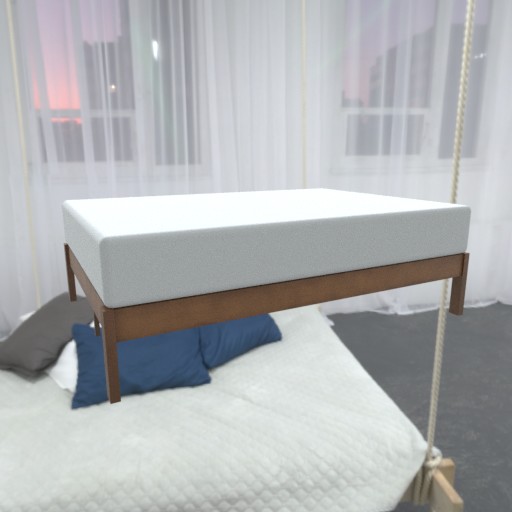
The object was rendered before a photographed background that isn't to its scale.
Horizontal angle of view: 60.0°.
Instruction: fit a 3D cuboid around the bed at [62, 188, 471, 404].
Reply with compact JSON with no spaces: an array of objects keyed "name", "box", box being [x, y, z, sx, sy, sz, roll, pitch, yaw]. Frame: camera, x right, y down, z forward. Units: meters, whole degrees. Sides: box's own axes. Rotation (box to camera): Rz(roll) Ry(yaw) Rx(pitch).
[{"name":"bed","box":[0.000,0.000,2.568,1.927,0.616,1.348,-7,15,-27]}]
